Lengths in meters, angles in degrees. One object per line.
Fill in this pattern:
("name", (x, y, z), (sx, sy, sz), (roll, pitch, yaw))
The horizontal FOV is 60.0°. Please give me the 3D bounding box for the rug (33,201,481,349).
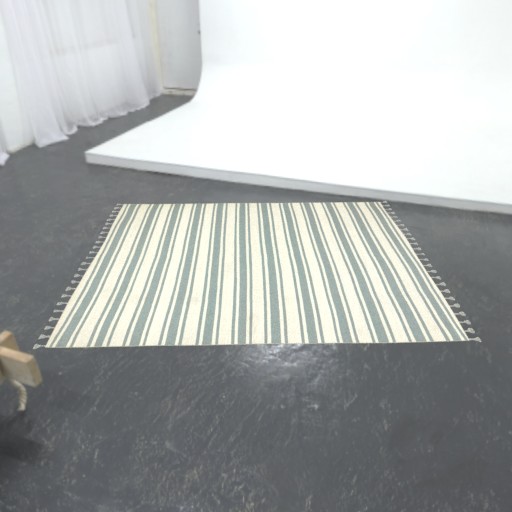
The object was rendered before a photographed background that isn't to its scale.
("rug", (0.000, 0.000, 4.162), (3.201, 0.005, 2.439), (-1, 31, -1))
